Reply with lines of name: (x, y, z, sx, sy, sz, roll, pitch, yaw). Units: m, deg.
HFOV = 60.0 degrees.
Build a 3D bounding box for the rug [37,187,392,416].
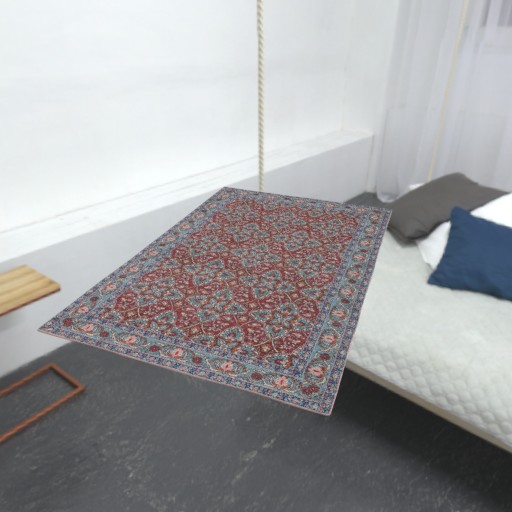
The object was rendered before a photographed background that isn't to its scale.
rug: (0.000, 0.000, 2.364, 1.219, 0.009, 1.829, 11, 30, 18)
